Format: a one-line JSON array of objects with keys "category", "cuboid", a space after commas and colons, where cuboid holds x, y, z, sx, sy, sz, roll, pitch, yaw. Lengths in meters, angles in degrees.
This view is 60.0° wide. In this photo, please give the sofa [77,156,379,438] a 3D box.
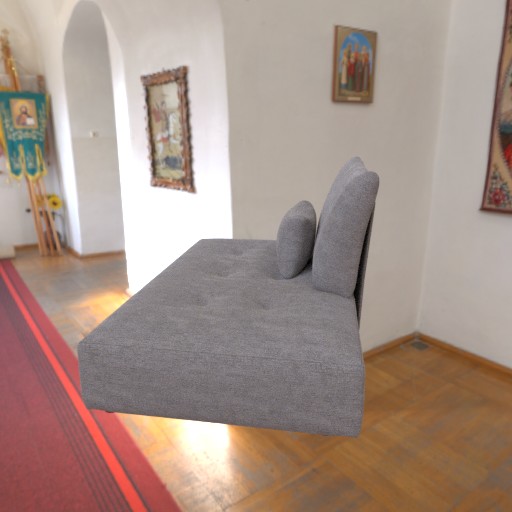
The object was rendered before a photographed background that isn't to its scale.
[{"category": "sofa", "cuboid": [0.000, 0.000, 2.025, 1.002, 0.820, 1.450, 3, 16, 9]}]
